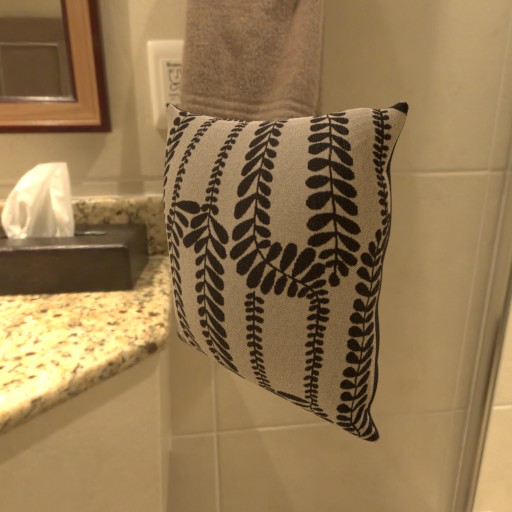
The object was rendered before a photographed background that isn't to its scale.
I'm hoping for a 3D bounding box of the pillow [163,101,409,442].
[{"bbox_3d":[0.000,0.000,0.663,0.440,0.441,0.182,16,24,42],"label":"pillow"}]
